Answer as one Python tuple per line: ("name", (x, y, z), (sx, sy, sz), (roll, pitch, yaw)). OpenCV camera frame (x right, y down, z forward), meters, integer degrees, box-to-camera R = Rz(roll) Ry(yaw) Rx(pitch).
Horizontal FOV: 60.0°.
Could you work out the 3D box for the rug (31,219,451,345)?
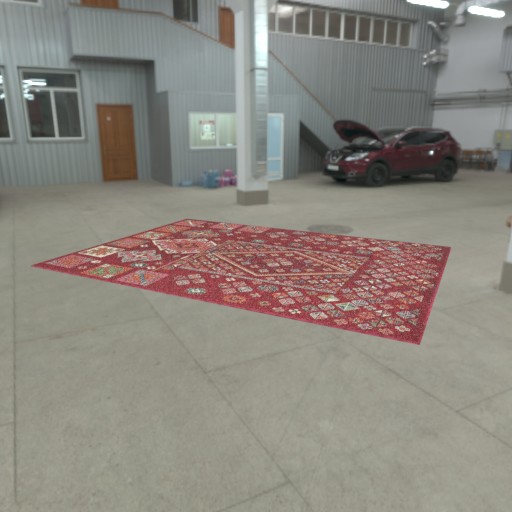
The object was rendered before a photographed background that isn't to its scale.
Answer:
("rug", (0.000, 0.000, 2.816), (2.184, 0.007, 1.579), (8, 18, 26))
